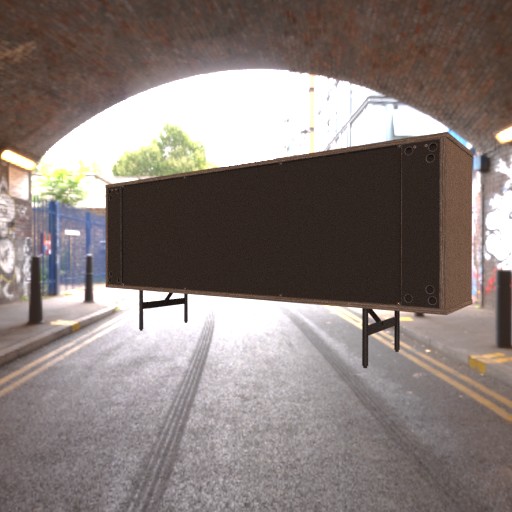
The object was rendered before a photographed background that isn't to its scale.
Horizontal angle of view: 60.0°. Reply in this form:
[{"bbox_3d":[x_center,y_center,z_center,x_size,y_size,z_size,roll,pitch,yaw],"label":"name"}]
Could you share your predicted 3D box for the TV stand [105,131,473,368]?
[{"bbox_3d":[0.000,0.000,2.089,1.804,0.787,0.405,0,1,37],"label":"TV stand"}]
